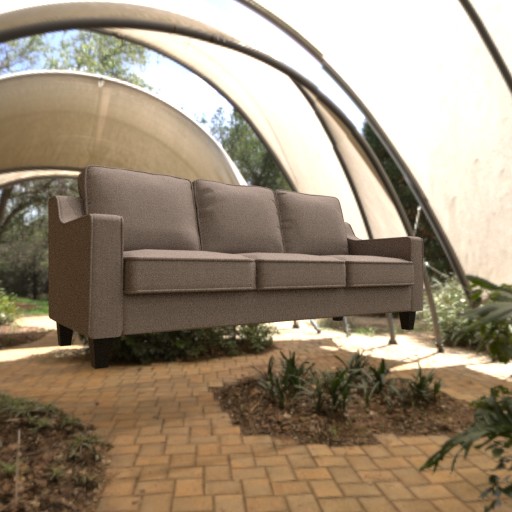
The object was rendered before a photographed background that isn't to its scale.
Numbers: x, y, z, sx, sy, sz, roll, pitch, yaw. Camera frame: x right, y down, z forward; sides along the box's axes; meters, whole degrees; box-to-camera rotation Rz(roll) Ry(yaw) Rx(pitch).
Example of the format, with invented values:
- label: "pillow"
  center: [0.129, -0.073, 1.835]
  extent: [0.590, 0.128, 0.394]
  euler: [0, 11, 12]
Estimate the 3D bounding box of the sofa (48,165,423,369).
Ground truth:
- label: "sofa"
  center: [0.000, 0.000, 2.636]
  extent: [2.129, 0.950, 0.899]
  euler: [1, -2, -35]
